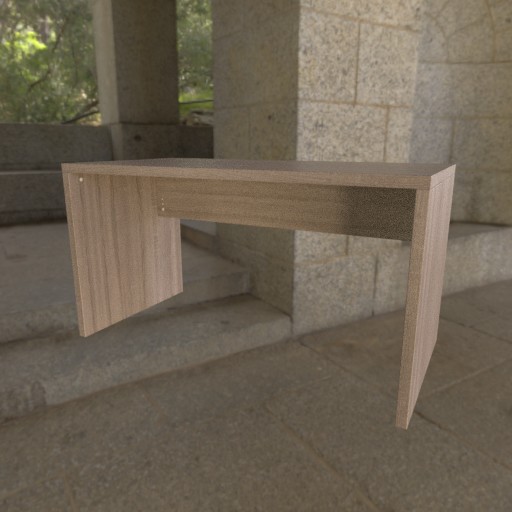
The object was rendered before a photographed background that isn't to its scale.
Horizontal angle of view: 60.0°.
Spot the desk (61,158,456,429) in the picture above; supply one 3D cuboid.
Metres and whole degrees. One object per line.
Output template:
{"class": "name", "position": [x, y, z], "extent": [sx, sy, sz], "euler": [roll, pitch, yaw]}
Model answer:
{"class": "desk", "position": [0.000, 0.000, 1.825], "extent": [1.380, 0.745, 0.690], "euler": [8, 16, 27]}
